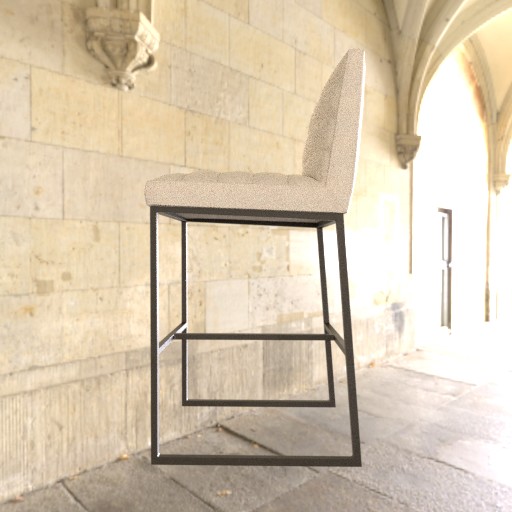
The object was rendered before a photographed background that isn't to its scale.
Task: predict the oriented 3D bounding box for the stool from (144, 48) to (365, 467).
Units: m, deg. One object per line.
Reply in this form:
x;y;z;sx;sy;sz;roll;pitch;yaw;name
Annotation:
0.000;0.000;1.337;0.573;1.061;0.464;0;1;1;stool
